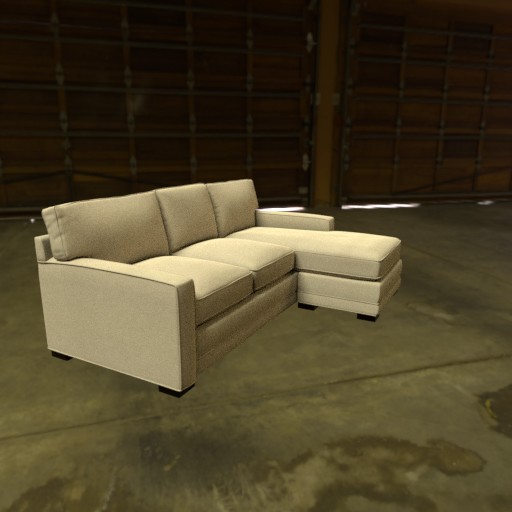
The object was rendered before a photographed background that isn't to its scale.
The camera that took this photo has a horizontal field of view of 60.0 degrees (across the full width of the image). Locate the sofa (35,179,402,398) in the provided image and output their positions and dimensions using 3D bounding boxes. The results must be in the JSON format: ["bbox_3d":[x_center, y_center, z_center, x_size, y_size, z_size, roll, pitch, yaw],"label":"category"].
[{"bbox_3d":[0.000,0.000,2.889,1.496,0.861,2.087,8,16,27],"label":"sofa"}]
